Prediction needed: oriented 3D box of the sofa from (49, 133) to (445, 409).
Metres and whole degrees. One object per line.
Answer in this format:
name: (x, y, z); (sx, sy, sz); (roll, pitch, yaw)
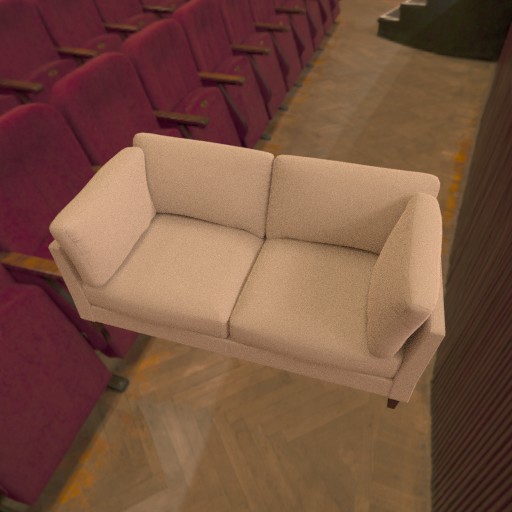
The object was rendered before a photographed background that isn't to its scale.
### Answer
sofa: (0.000, 0.000, 2.325); (1.776, 0.836, 0.970); (12, 43, 13)
